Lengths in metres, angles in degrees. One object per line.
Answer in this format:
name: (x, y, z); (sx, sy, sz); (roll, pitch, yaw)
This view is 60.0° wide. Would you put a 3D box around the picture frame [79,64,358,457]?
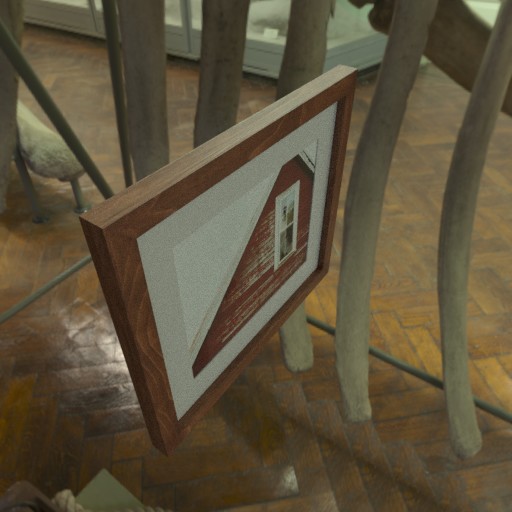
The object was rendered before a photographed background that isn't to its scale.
picture frame: (0.000, 0.000, 0.521); (0.025, 0.330, 0.381); (25, 47, 26)
